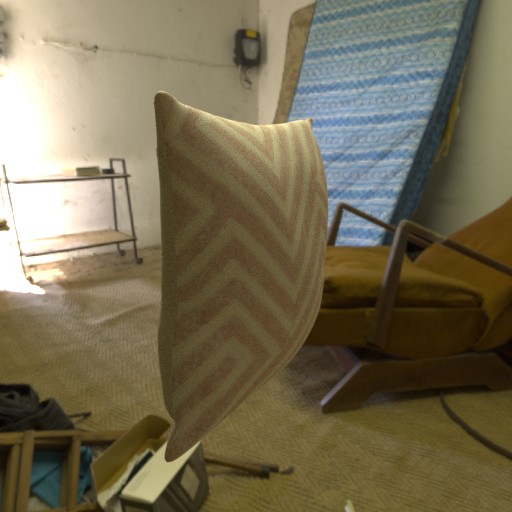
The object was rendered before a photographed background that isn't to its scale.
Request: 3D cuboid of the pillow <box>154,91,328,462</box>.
[{"bbox_3d":[0.000,0.000,0.681,0.182,0.441,0.440,8,16,27],"label":"pillow"}]
